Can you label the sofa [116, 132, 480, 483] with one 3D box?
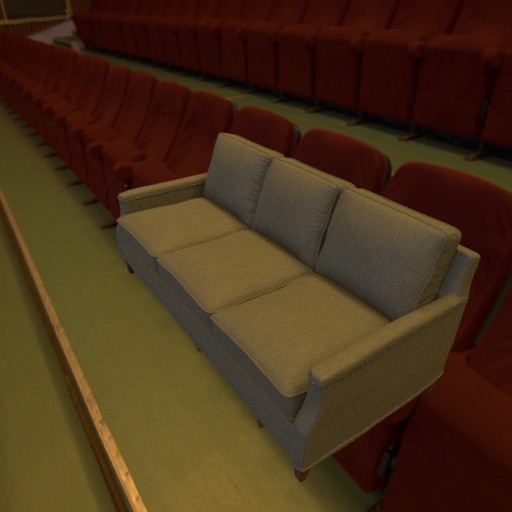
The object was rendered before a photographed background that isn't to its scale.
[{"bbox_3d":[0.000,0.000,2.744,1.084,1.003,2.246,-19,36,-29],"label":"sofa"}]
